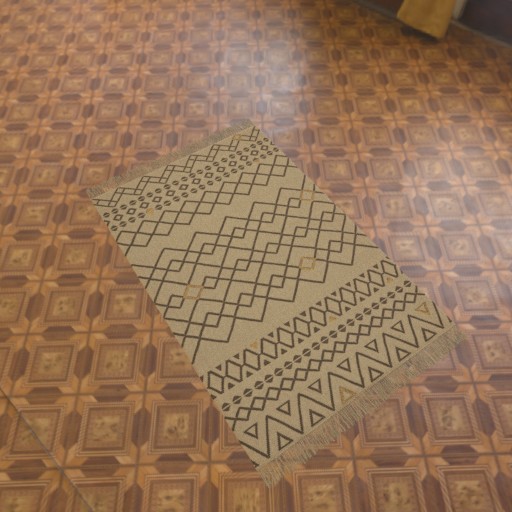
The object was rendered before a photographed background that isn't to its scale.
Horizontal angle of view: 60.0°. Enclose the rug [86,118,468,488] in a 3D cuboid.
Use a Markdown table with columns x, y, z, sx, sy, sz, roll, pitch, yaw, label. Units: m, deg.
| x | y | z | sx | sy | sz | roll | pitch | yaw | label |
| --- | --- | --- | --- | --- | --- | --- | --- | --- | --- |
| 0.000 | 0.000 | 3.047 | 1.495 | 0.035 | 2.472 | -29 | 61 | -18 | rug |
